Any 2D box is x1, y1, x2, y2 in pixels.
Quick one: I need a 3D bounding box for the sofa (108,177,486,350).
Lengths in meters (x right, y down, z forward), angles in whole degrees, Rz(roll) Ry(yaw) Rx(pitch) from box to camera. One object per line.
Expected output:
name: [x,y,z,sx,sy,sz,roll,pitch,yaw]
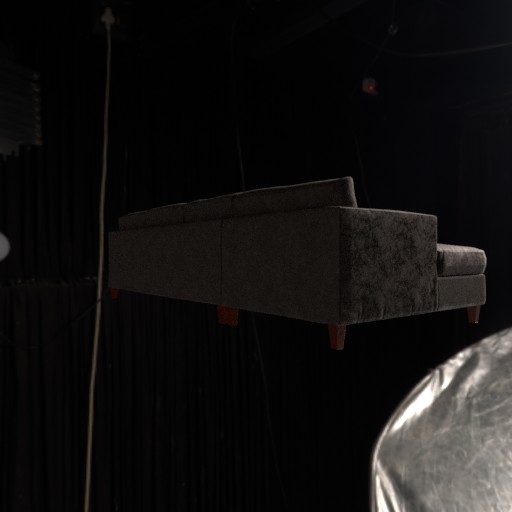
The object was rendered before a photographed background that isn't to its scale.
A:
sofa: [0.000,0.000,4.107,1.606,0.954,3.471,0,1,-37]
